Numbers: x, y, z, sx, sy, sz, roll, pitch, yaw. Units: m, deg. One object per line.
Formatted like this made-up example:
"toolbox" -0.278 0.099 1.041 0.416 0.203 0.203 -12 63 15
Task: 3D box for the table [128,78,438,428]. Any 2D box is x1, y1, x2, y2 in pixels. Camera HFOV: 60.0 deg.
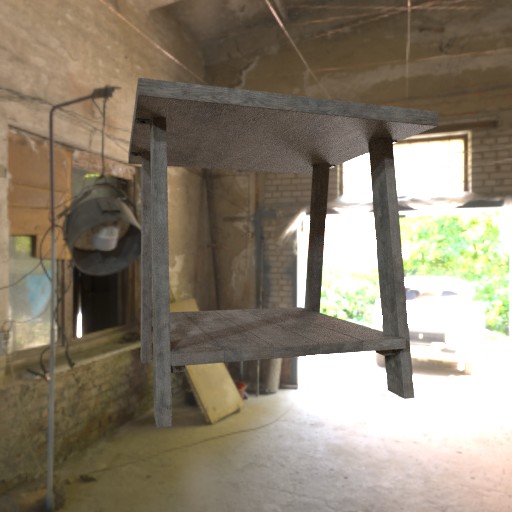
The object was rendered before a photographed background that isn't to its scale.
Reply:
"table" 0.000 0.000 1.132 0.610 0.610 0.610 0 1 -18
